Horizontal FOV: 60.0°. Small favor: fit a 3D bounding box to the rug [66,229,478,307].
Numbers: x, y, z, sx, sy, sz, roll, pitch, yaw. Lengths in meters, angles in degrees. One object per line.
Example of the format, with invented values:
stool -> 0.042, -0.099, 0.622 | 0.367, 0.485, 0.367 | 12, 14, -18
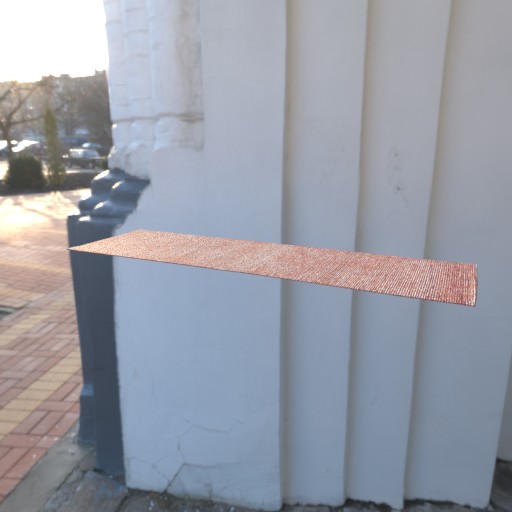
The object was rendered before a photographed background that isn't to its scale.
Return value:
rug -> 0.000, 0.000, 2.616 | 2.353, 0.013, 0.718 | 7, 16, 25
